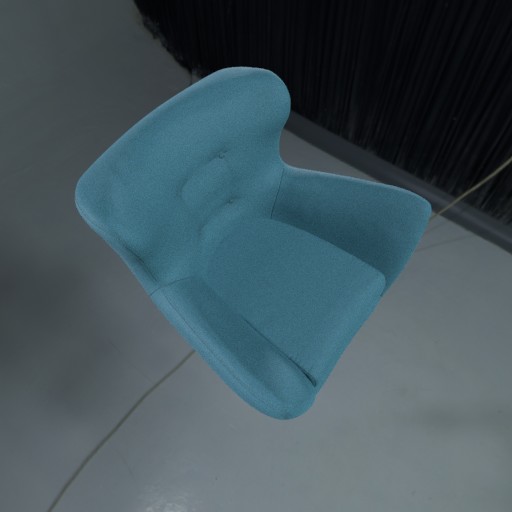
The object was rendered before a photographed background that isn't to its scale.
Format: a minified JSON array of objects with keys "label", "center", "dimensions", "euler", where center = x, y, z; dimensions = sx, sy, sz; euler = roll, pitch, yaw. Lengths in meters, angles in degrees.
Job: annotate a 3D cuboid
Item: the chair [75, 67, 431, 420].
[{"label":"chair","center":[0.000,0.000,1.587],"dimensions":[0.889,0.889,0.890],"euler":[33,63,19]}]
